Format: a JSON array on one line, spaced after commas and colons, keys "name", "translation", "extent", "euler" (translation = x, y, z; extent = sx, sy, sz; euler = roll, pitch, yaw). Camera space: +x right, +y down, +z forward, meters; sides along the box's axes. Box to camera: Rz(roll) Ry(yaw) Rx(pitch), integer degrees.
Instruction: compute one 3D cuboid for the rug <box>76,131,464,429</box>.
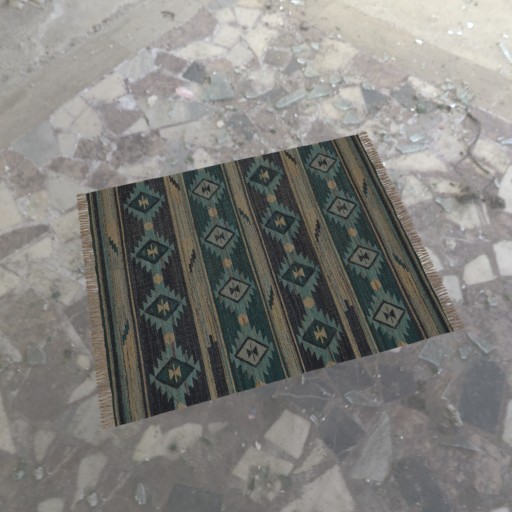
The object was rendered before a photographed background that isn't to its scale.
[{"name": "rug", "translation": [0.000, 0.000, 4.346], "extent": [3.307, 0.047, 2.418], "euler": [-14, 64, -7]}]
